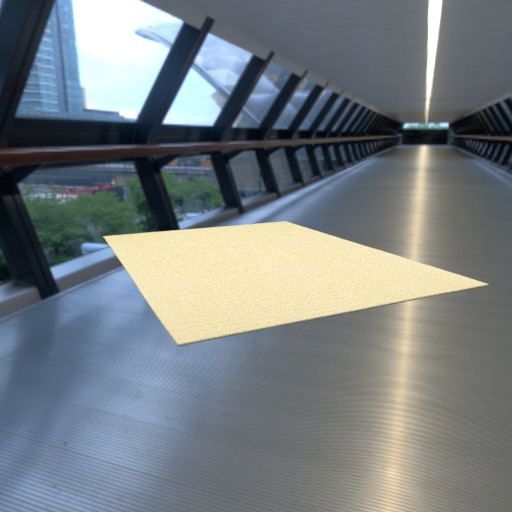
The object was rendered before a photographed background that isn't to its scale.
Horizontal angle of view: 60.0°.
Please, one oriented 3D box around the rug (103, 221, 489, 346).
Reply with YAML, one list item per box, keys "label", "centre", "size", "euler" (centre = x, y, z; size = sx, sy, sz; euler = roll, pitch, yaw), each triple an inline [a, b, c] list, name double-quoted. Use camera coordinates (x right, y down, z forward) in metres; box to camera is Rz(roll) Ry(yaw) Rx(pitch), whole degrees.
- label: "rug"
  centre: [0.000, 0.000, 4.277]
  size: [2.452, 0.016, 3.204]
  euler: [-7, 15, -25]
